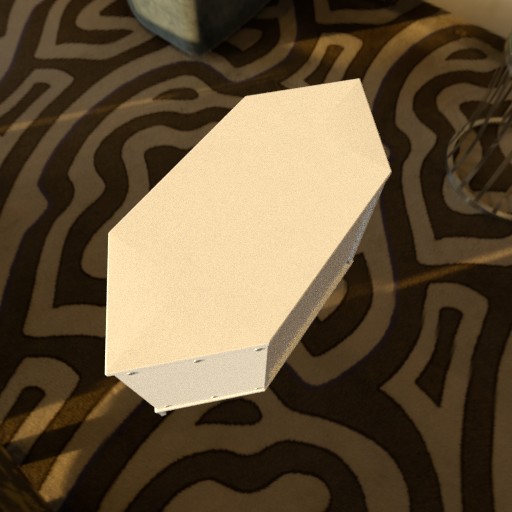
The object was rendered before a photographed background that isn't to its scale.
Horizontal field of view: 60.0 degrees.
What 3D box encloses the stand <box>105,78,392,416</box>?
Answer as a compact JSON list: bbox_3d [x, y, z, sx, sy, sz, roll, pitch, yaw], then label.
[{"bbox_3d":[0.000,0.000,1.389,0.477,0.614,1.072,32,67,16],"label":"stand"}]
